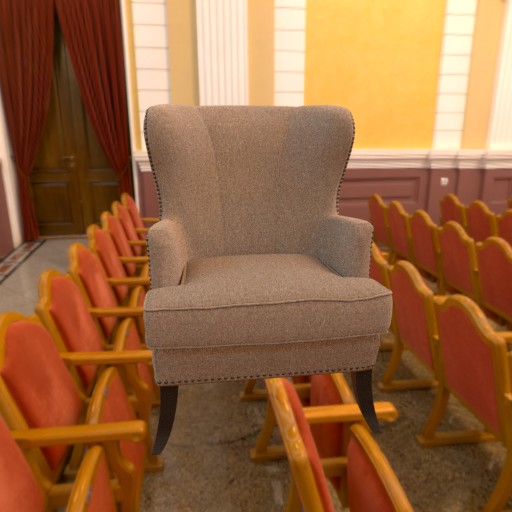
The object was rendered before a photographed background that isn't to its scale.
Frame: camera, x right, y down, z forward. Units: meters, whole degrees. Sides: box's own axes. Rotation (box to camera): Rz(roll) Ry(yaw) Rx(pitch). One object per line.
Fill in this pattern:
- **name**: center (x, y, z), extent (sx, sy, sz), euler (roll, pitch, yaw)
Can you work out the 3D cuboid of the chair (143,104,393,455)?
- **chair**: center (0.000, 0.000, 1.612), extent (0.759, 1.060, 0.758), euler (-2, 17, -8)
